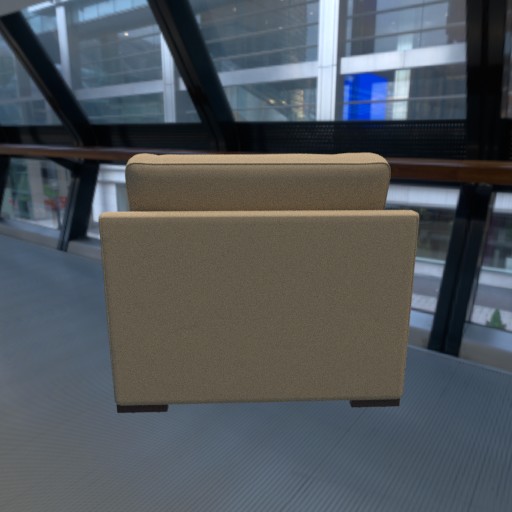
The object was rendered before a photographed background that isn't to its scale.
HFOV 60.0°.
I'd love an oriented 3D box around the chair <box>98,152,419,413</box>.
[{"bbox_3d":[0.000,0.000,2.193,1.293,1.005,1.274,-2,14,-10],"label":"chair"}]
